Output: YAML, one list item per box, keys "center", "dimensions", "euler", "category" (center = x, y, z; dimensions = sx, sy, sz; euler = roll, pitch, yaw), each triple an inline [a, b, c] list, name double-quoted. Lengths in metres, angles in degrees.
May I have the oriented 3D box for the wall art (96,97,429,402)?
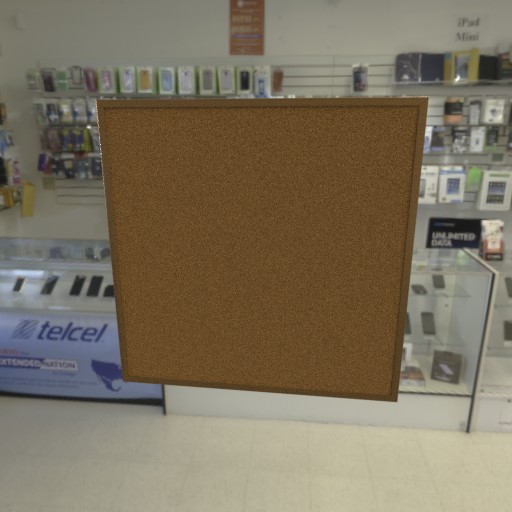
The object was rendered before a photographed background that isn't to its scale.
- center: [0.000, 0.000, 0.755]
  dimensions: [0.505, 0.505, 0.037]
  euler: [2, 16, 7]
  category: "wall art"
